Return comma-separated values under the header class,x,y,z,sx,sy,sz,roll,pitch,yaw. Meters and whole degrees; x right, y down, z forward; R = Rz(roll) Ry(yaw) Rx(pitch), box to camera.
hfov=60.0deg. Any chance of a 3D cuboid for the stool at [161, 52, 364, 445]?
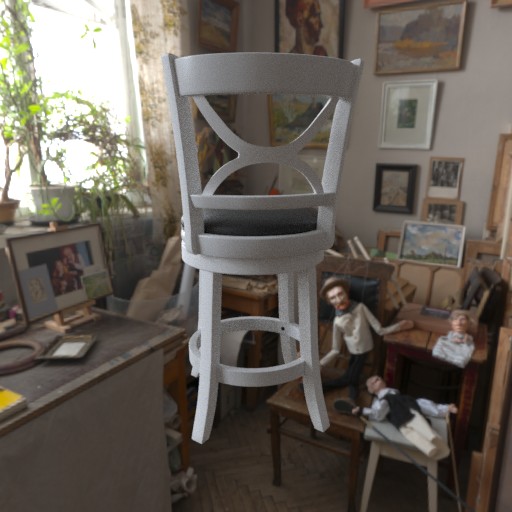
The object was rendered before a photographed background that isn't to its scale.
class,x,y,z,sx,sy,sz,roll,pitch,yaw
stool,0.000,0.000,1.209,0.444,0.953,0.508,-2,14,-8
